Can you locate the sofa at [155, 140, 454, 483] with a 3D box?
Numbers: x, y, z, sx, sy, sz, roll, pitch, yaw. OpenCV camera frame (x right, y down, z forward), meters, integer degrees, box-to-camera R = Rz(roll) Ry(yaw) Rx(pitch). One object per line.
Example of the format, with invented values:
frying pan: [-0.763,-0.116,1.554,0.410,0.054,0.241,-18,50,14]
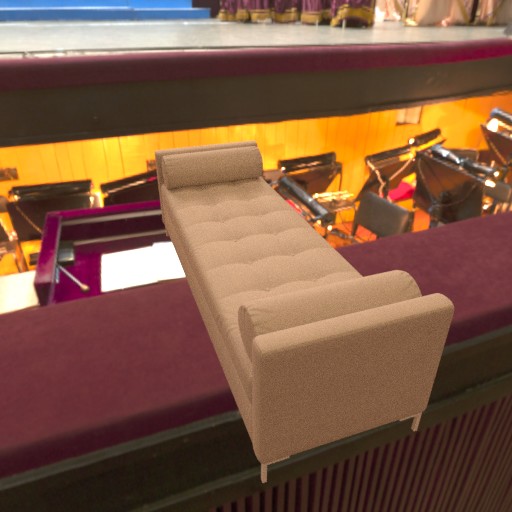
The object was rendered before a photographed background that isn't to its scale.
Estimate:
sofa: [0.000,0.000,2.292,0.686,0.635,1.981,-10,32,-17]
